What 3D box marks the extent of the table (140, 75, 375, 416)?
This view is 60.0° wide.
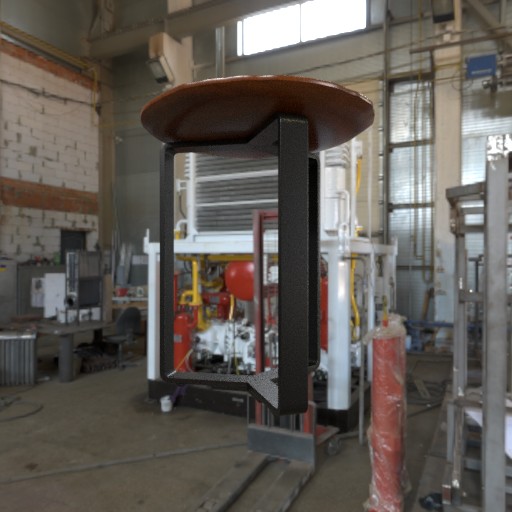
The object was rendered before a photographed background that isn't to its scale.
[{"bbox_3d":[0.000,0.000,0.753,0.380,0.450,0.410,0,0,-18],"label":"table"}]
